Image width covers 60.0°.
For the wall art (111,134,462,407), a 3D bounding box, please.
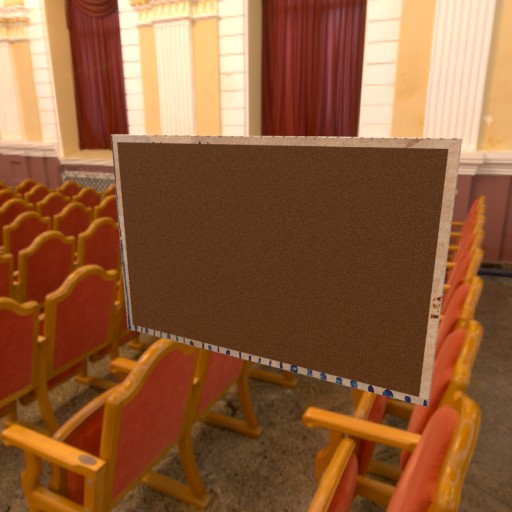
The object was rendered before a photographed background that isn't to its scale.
[{"bbox_3d":[0.000,0.000,1.166,0.919,0.609,0.030,8,18,26],"label":"wall art"}]
